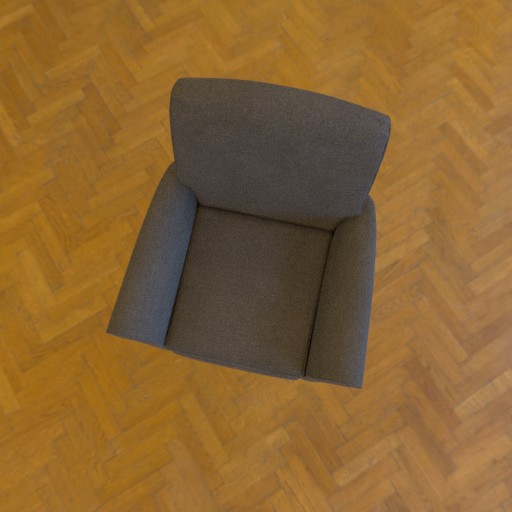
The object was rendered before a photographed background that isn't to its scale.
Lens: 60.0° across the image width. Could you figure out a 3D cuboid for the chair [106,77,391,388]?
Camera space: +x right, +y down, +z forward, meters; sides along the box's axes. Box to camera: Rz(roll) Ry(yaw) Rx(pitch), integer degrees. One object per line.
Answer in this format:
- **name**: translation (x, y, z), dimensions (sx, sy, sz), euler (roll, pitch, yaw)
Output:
- **chair**: translation (0.000, 0.000, 1.827), dimensions (0.978, 1.061, 0.905), euler (12, 74, 3)
